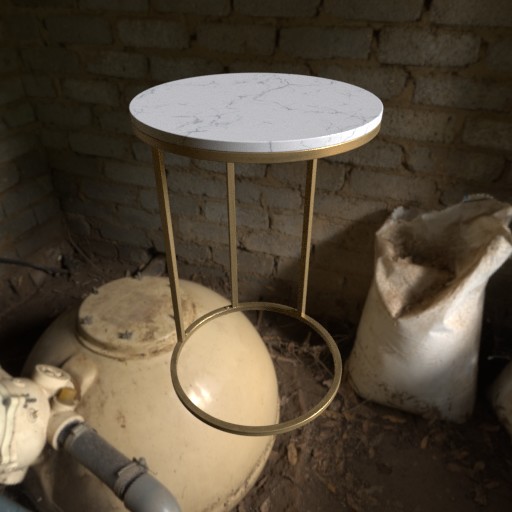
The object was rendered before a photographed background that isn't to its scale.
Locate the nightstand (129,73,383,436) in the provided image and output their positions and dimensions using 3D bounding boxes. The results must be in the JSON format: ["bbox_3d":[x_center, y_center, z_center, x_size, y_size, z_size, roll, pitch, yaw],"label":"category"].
[{"bbox_3d":[0.000,0.000,0.886,0.400,0.610,0.400,-10,35,-14],"label":"nightstand"}]
